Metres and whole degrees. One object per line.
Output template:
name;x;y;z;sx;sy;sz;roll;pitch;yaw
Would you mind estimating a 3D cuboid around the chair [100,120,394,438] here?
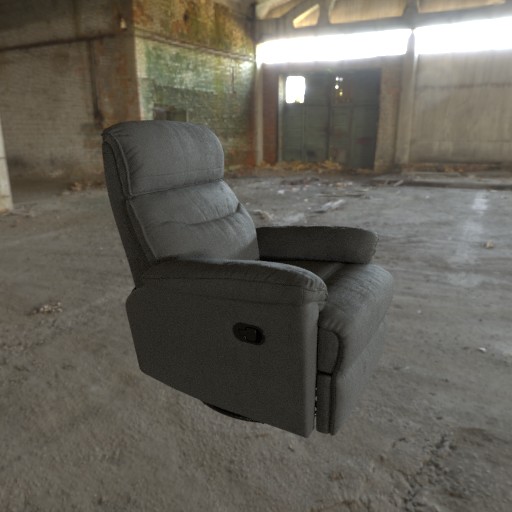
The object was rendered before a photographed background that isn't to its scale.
chair;0.000;0.000;1.753;1.004;1.037;0.820;8;18;27
